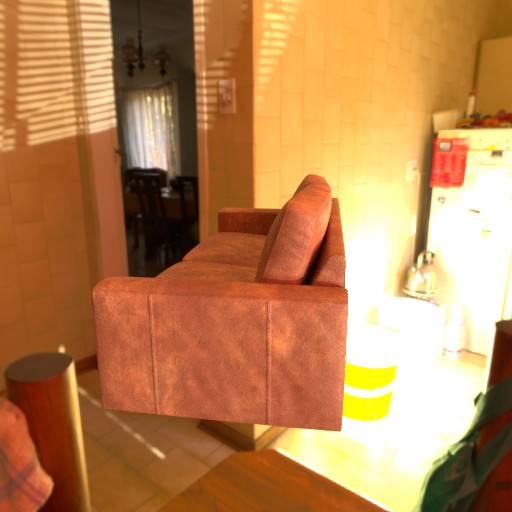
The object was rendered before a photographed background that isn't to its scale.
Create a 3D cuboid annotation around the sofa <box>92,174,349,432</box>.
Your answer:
[{"bbox_3d":[0.000,0.000,2.687,1.016,0.873,2.179,2,14,9],"label":"sofa"}]
